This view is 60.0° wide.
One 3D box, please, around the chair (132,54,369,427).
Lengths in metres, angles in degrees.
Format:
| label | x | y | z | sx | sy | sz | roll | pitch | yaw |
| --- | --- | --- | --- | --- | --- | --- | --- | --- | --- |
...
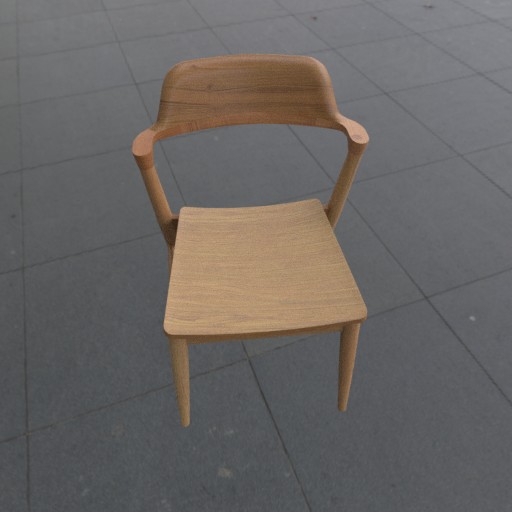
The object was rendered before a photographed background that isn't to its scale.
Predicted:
| label | x | y | z | sx | sy | sz | roll | pitch | yaw |
| --- | --- | --- | --- | --- | --- | --- | --- | --- | --- |
| chair | 0.000 | 0.000 | 1.103 | 0.512 | 0.792 | 0.499 | -4 | 47 | -4 |
